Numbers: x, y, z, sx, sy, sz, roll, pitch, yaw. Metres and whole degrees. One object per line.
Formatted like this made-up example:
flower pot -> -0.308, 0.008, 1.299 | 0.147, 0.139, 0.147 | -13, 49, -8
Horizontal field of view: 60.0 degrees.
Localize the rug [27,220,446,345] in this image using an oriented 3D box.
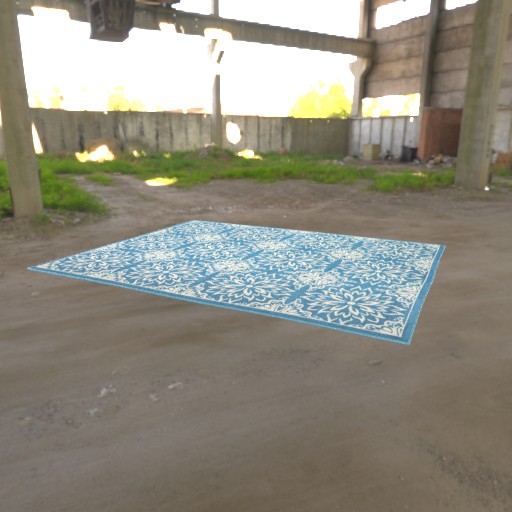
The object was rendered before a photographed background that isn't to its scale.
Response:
rug -> 0.000, 0.000, 3.950 | 2.964, 0.018, 2.350 | 8, 17, 26
